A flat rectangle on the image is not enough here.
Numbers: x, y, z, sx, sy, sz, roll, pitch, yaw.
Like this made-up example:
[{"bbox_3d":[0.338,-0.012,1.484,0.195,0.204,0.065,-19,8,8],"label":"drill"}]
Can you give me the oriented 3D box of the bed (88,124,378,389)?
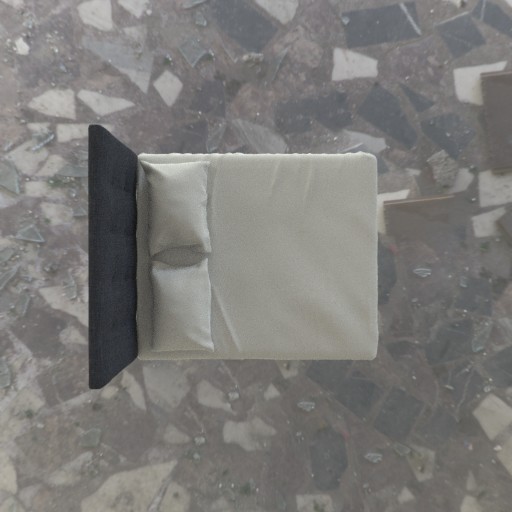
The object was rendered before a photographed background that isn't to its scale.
[{"bbox_3d":[0.000,0.000,3.479,2.222,1.577,1.936,0,90,0],"label":"bed"}]
